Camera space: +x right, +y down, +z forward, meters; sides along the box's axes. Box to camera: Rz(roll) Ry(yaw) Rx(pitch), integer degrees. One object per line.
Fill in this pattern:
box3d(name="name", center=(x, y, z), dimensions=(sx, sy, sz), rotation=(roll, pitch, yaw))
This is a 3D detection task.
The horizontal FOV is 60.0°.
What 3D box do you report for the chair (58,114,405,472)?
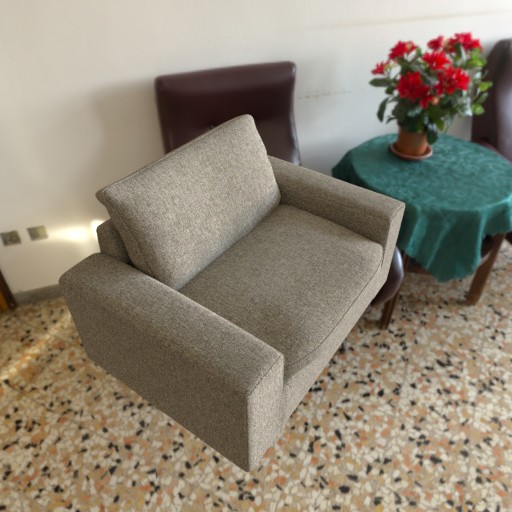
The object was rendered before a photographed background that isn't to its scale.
box3d(name="chair", center=(0.000, 0.000, 2.106), dimensions=(1.039, 0.915, 1.398), rotation=(24, 46, 26))
